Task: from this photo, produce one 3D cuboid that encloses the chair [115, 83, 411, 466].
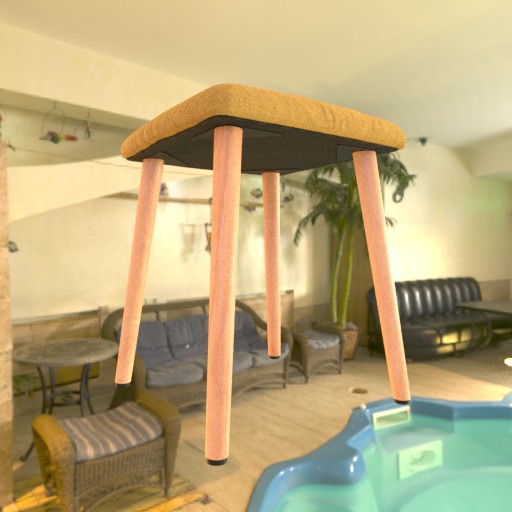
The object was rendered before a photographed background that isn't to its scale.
[{"bbox_3d":[0.000,0.000,0.704,0.350,0.440,0.350,-1,2,-35],"label":"chair"}]
